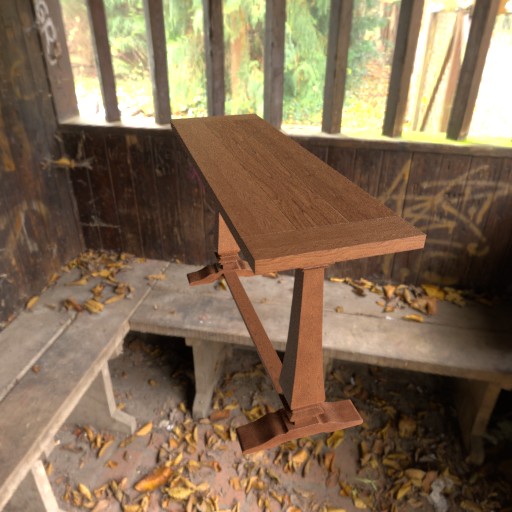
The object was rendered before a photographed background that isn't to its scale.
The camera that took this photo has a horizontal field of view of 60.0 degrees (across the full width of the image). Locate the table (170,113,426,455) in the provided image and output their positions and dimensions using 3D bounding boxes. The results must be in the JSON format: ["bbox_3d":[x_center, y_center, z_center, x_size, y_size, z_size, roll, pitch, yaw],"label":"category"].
[{"bbox_3d":[0.000,0.000,1.876,0.461,0.852,1.478,-9,31,-15],"label":"table"}]
